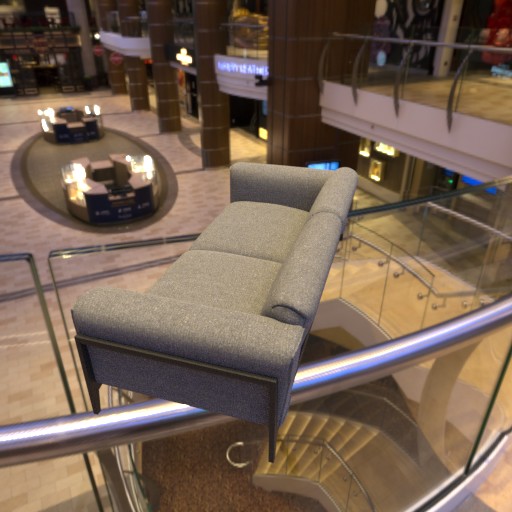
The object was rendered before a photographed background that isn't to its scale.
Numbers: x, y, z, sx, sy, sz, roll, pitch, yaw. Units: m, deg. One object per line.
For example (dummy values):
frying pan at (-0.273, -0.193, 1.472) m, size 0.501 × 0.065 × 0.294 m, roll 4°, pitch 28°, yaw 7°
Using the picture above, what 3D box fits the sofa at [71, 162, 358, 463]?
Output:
sofa at (0.000, 0.000, 2.651) m, size 0.985 × 0.703 × 2.125 m, roll 9°, pitch 30°, yaw 15°
